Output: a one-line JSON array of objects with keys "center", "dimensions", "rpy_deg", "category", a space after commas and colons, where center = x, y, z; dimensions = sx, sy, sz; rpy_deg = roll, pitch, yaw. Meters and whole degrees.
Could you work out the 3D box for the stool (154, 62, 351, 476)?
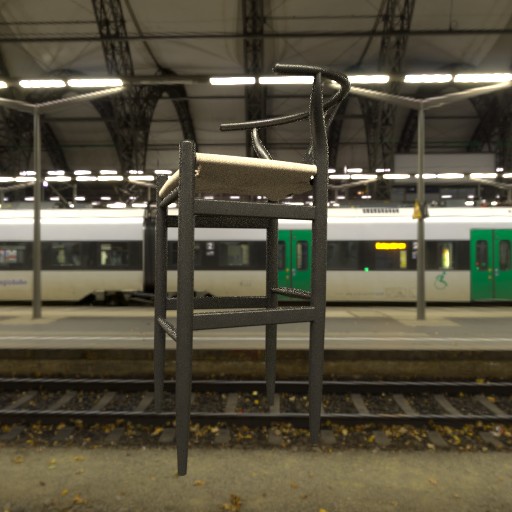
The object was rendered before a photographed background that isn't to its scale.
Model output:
[{"center": [0.000, 0.000, 1.399], "dimensions": [0.579, 1.072, 0.569], "rpy_deg": [0, 0, -19], "category": "stool"}]
